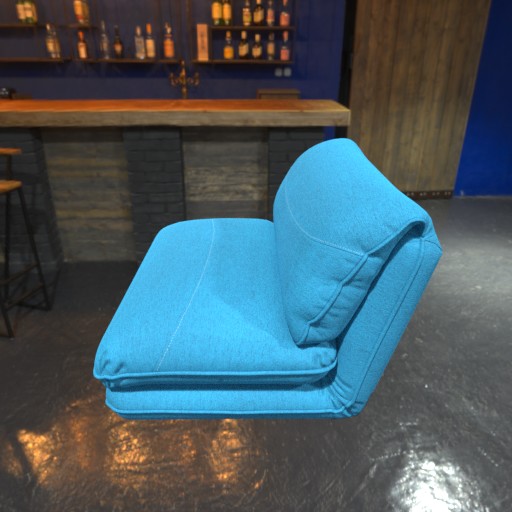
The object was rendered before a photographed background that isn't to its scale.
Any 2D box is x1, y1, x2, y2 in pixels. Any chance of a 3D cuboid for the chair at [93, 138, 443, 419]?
[{"bbox_3d":[0.000,0.000,1.331,0.780,0.580,0.820,0,25,0],"label":"chair"}]
